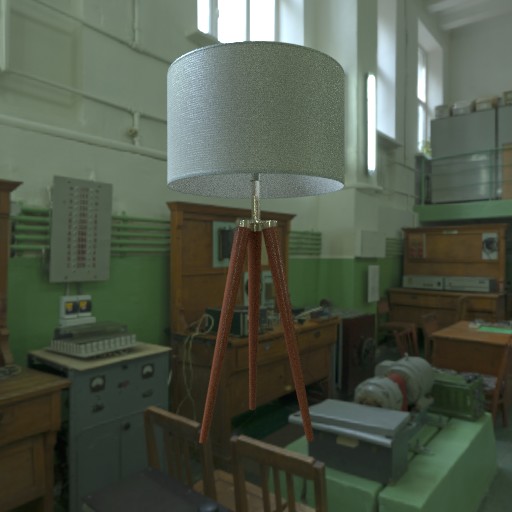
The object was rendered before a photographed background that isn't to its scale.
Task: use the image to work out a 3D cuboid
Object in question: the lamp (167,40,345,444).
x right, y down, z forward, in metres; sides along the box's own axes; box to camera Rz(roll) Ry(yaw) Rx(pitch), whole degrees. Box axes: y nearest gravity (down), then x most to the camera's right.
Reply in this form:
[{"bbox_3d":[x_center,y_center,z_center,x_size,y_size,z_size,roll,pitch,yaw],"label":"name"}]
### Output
[{"bbox_3d":[0.000,0.000,0.906,0.354,0.709,0.355,0,1,37],"label":"lamp"}]
